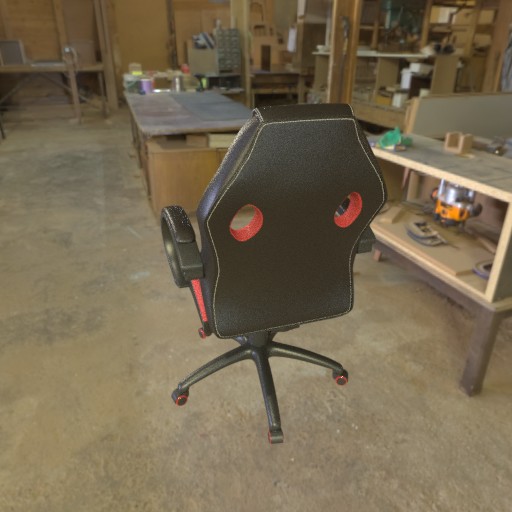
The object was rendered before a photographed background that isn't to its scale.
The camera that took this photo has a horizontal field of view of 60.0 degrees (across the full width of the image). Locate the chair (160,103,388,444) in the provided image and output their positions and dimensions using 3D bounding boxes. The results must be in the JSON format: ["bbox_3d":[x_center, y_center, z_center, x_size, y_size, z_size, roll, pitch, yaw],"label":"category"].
[{"bbox_3d":[0.000,0.000,1.689,0.750,1.189,0.783,-8,28,-17],"label":"chair"}]
